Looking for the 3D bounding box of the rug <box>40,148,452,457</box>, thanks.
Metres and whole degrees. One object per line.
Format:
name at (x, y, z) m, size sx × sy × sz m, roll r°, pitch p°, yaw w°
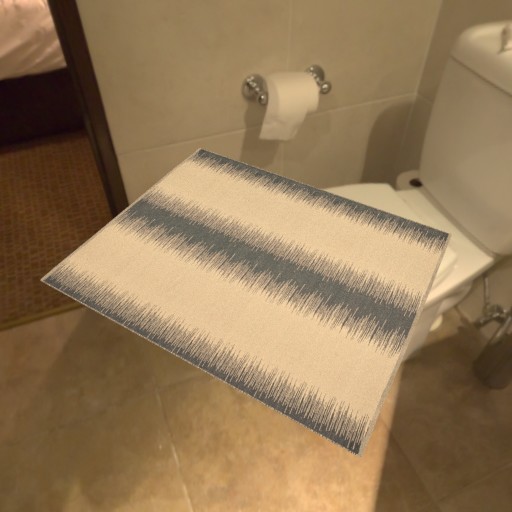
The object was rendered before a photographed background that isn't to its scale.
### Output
rug at (0.000, 0.000, 4.143) m, size 3.037 × 0.004 × 2.453 m, roll 23°, pitch 51°, yaw 20°
